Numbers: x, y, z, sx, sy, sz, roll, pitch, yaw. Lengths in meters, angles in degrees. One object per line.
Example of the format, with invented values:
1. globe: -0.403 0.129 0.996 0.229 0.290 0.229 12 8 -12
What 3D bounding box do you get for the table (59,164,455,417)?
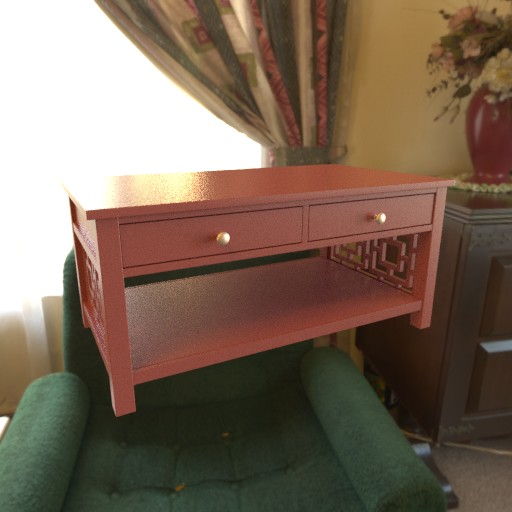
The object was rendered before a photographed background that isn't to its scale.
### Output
1. table: 0.000 0.000 1.434 1.068 0.493 0.612 -9 19 -26
